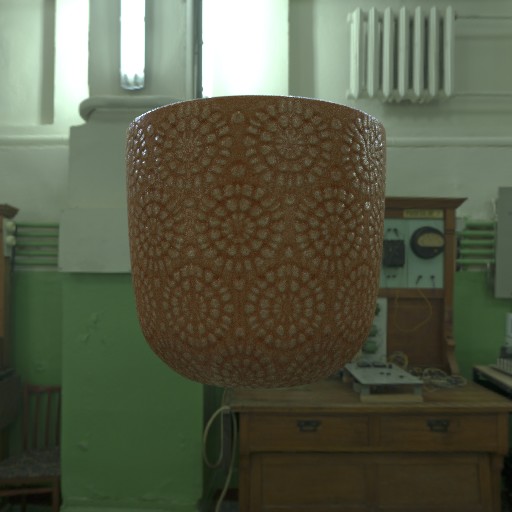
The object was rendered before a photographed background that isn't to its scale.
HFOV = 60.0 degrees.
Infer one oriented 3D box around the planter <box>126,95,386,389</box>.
[{"bbox_3d":[0.000,0.000,0.366,0.208,0.190,0.208,0,-1,0],"label":"planter"}]
